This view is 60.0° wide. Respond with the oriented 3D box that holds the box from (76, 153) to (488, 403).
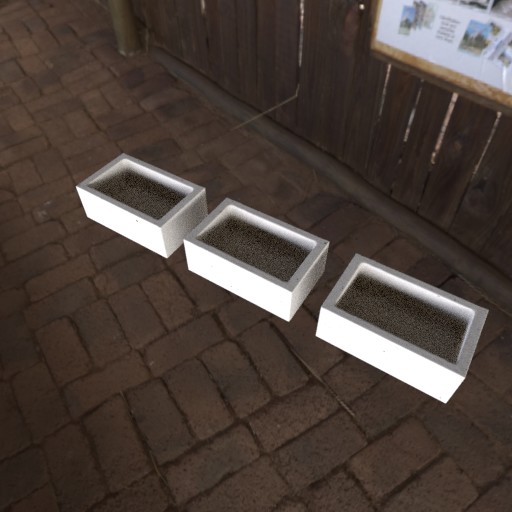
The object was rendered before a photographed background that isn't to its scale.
[{"bbox_3d":[0.000,0.000,0.490,0.461,0.051,0.082,25,53,21],"label":"box"}]
